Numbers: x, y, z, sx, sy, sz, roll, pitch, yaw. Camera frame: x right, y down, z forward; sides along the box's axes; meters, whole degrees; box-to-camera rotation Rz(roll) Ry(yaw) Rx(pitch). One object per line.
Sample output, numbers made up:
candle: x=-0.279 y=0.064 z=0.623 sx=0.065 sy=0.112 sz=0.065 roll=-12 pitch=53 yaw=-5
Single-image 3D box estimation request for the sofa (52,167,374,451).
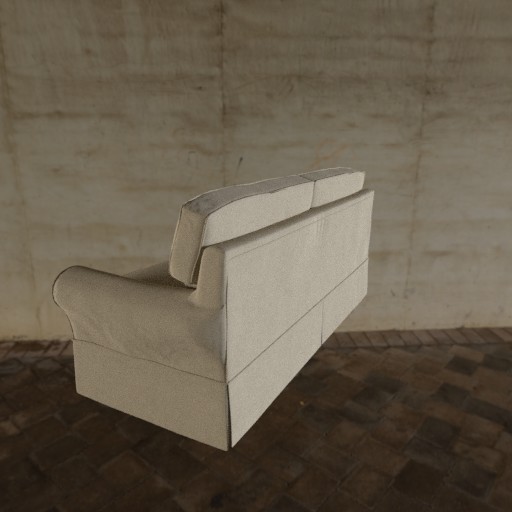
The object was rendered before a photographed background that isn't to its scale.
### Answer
sofa: x=0.000 y=0.000 z=2.718 sx=0.900 sy=1.014 sz=2.246 roll=8 pitch=17 yaw=27
